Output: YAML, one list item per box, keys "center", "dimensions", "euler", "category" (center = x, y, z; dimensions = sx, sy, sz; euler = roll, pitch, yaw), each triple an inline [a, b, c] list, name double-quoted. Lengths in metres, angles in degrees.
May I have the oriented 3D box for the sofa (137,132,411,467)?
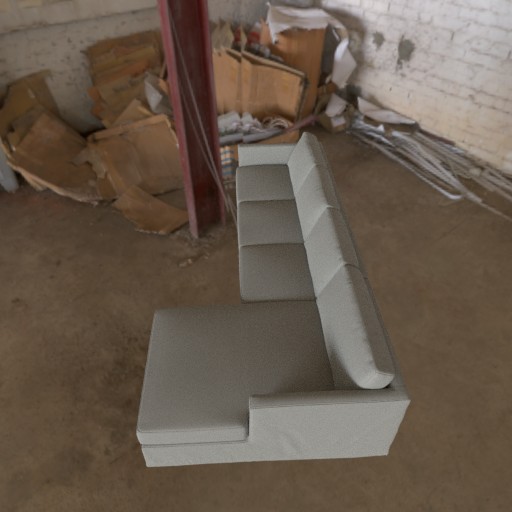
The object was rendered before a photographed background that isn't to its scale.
- center: [0.000, 0.000, 3.835]
  dimensions: [1.622, 0.867, 3.177]
  euler: [-2, 41, -2]
  category: "sofa"
